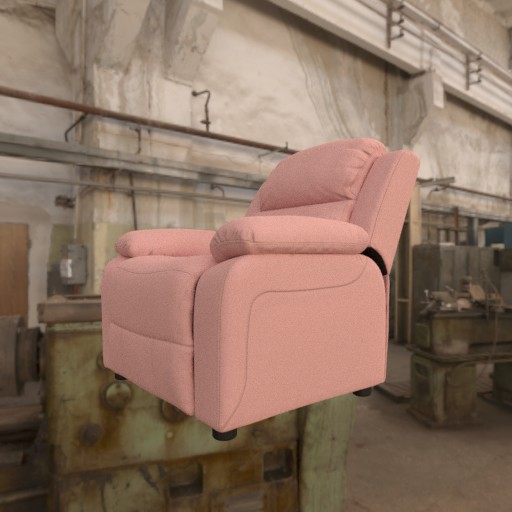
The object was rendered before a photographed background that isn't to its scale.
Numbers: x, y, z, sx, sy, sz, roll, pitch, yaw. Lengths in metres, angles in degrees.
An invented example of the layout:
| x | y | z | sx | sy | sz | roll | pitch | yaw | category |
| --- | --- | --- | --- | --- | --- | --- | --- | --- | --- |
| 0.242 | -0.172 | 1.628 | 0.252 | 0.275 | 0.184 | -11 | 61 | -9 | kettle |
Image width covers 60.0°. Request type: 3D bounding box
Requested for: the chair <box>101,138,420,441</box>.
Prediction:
| x | y | z | sx | sy | sz | roll | pitch | yaw | category |
| --- | --- | --- | --- | --- | --- | --- | --- | --- | --- |
| 0.000 | 0.000 | 1.231 | 0.709 | 0.702 | 0.680 | 0 | 0 | -38 | chair |
